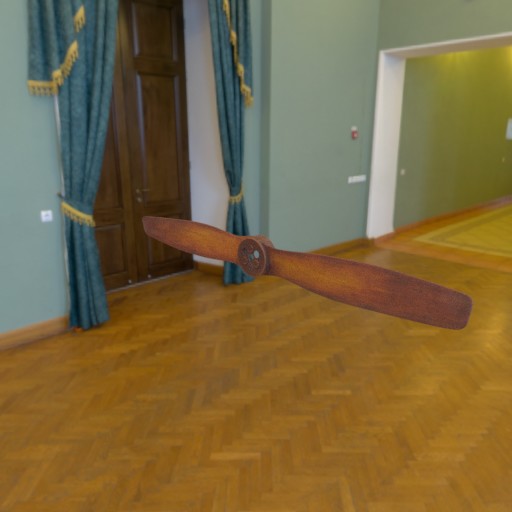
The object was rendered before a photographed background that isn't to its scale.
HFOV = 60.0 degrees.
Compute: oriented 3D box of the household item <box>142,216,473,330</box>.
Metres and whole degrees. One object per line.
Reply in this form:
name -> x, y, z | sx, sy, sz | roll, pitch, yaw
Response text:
household item -> 0.000, 0.000, 1.269 | 1.181, 0.121, 0.051 | 15, 22, 42
